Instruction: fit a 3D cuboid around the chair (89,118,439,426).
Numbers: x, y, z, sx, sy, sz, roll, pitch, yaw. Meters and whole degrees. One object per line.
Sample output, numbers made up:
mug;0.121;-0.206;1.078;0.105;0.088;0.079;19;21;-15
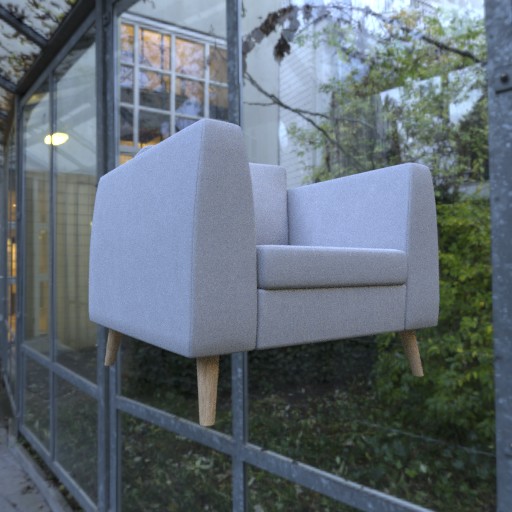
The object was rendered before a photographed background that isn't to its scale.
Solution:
chair;0.000;0.000;1.682;1.000;0.860;0.930;1;-2;-35
